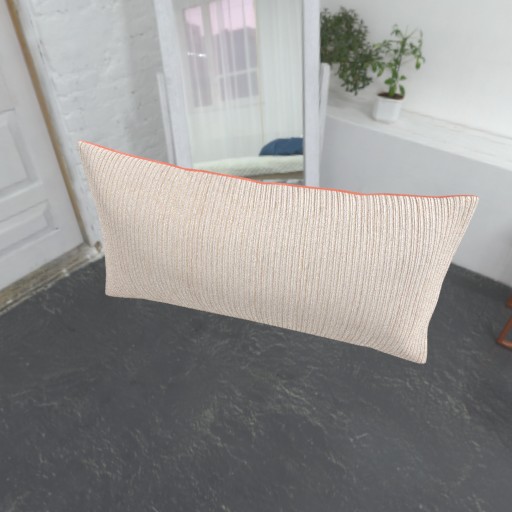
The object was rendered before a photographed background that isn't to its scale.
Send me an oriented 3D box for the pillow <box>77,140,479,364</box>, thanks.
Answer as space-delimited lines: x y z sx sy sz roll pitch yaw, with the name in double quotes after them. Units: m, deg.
0.000 0.000 0.730 0.608 0.307 0.155 10 42 12 "pillow"
